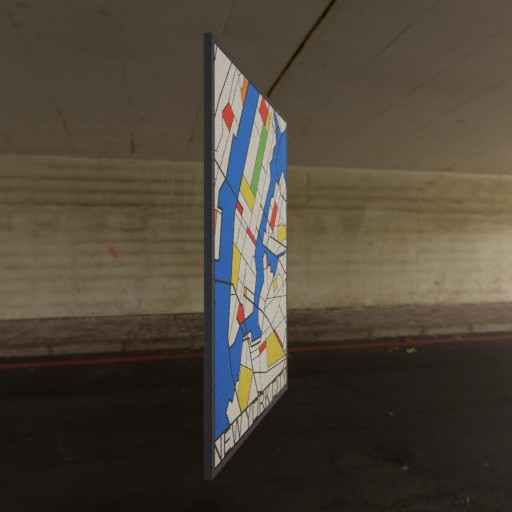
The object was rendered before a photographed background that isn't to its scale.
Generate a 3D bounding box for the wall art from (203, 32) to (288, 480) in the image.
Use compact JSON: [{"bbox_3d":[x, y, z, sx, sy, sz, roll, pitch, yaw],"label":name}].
[{"bbox_3d":[0.000,0.000,0.868,0.013,0.657,0.457,0,1,18],"label":"wall art"}]
